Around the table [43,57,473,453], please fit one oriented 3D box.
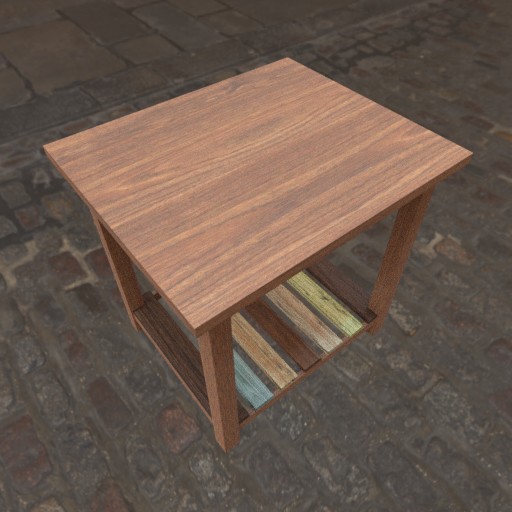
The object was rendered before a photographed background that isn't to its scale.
[{"bbox_3d":[0.000,0.000,1.124,0.660,0.635,0.559,-31,54,-25],"label":"table"}]
